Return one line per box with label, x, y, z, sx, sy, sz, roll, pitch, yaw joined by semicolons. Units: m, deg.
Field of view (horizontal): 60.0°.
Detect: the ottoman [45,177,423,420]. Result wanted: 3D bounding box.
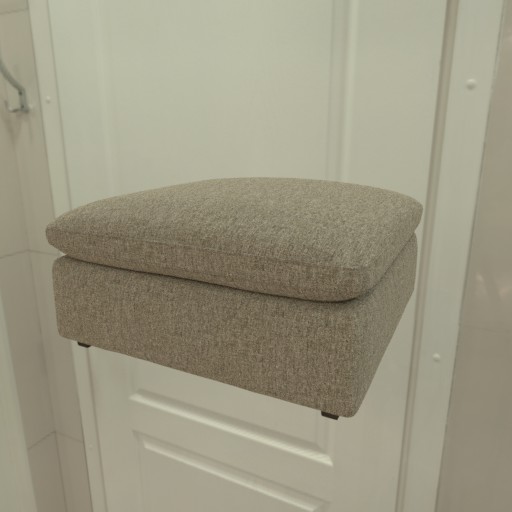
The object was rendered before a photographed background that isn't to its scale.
ottoman;0.000;0.000;1.627;1.039;0.526;1.035;8;17;26
